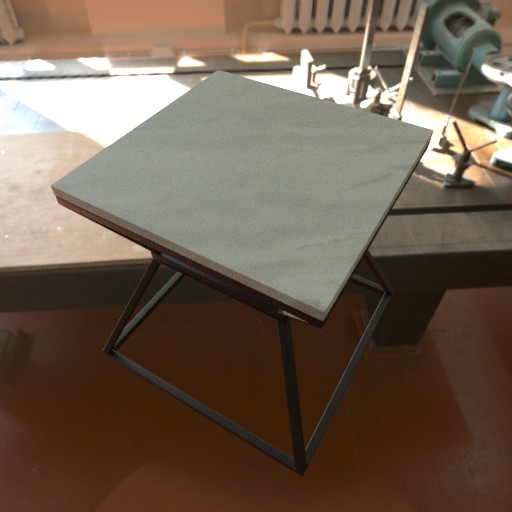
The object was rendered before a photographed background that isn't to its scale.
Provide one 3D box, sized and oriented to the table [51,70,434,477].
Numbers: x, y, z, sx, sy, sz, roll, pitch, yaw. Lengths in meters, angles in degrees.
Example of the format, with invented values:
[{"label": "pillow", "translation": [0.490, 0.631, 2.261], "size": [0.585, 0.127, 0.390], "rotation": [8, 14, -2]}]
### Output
[{"label": "table", "translation": [0.000, 0.000, 0.803], "size": [0.455, 0.431, 0.455], "rotation": [24, 52, 20]}]
